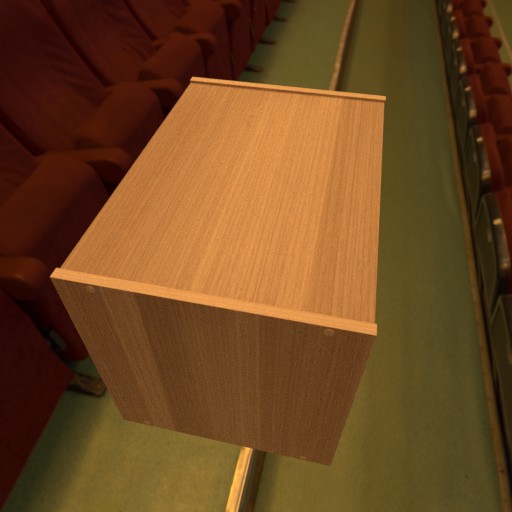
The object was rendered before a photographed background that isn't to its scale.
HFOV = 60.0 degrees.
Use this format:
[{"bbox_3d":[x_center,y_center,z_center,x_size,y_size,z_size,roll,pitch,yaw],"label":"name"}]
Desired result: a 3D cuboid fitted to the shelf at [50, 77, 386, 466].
[{"bbox_3d":[0.000,0.000,0.628,0.290,0.305,0.415,9,47,9],"label":"shelf"}]
